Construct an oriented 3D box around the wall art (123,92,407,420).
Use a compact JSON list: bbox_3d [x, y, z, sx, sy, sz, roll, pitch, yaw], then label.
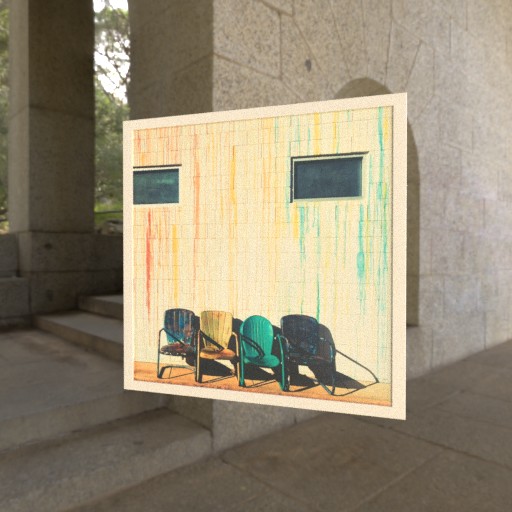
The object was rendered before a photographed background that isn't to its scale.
[{"bbox_3d":[0.000,0.000,0.476,0.305,0.305,0.038,0,1,18],"label":"wall art"}]
